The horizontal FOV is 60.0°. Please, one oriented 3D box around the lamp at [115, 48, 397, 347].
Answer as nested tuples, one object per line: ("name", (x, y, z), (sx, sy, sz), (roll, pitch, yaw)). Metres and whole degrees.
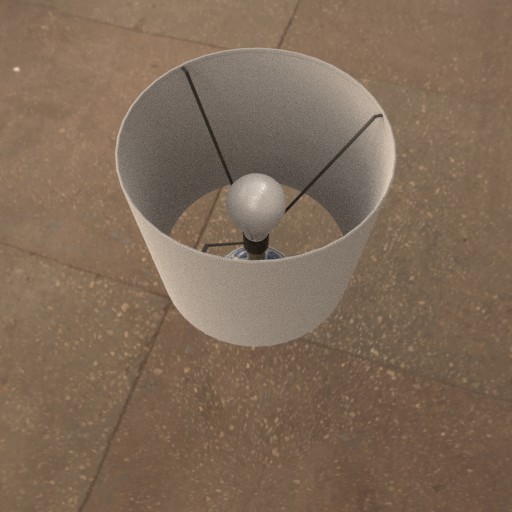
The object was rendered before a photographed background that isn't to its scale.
("lamp", (0.000, 0.000, 0.509), (0.215, 0.381, 0.215), (18, 63, 9))
